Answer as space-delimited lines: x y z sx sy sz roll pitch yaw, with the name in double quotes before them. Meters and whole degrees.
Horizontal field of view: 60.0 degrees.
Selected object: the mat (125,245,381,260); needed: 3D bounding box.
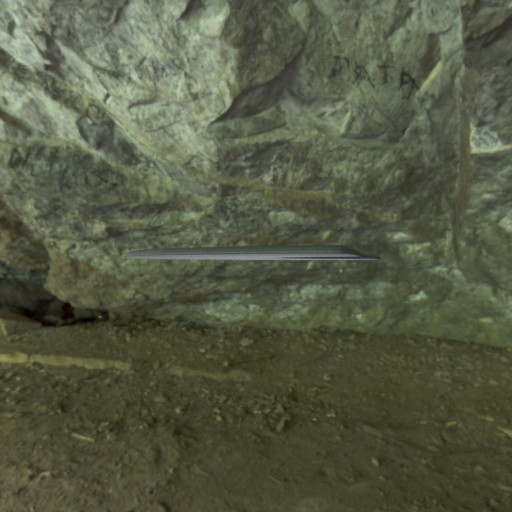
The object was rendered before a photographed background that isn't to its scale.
"mat" 0.000 0.000 1.807 0.917 0.022 1.525 0 -1 18
